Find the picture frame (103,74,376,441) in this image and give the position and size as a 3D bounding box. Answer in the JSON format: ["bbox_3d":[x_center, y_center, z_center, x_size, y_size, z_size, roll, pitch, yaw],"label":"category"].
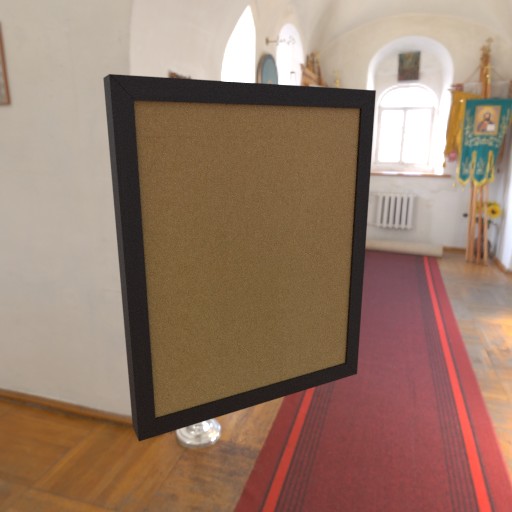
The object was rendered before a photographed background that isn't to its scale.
[{"bbox_3d":[0.000,0.000,0.767,0.452,0.555,0.044,-8,17,-27],"label":"picture frame"}]
